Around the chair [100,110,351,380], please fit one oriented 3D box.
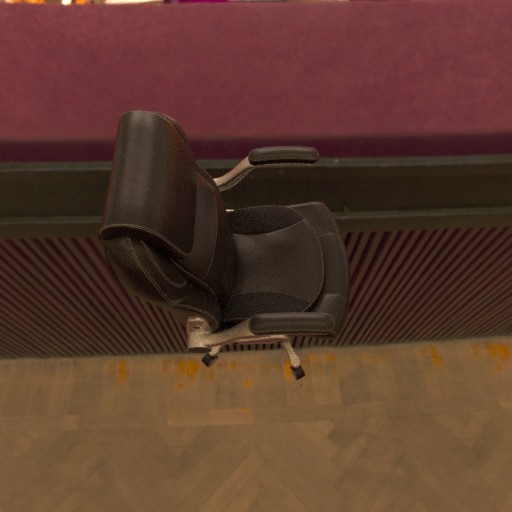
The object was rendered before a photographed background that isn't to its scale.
[{"bbox_3d":[0.000,0.000,1.665,0.801,1.141,0.724,-1,63,0],"label":"chair"}]
